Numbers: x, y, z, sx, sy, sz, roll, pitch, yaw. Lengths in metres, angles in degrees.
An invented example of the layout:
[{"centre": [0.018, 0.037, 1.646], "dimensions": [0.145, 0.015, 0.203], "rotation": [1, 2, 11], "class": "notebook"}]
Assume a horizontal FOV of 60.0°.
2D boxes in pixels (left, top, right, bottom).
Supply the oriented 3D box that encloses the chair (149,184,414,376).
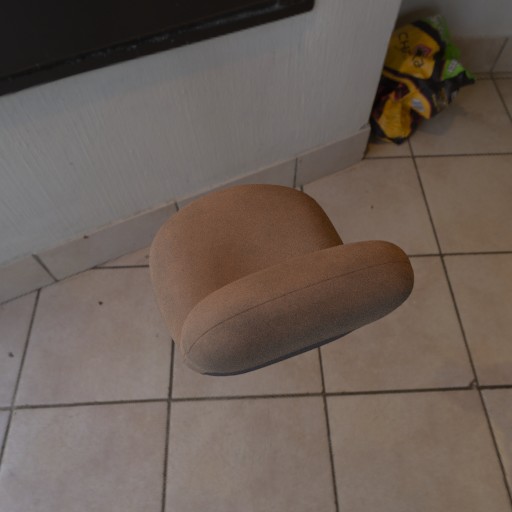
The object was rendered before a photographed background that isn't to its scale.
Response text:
[{"centre": [0.000, 0.000, 1.049], "dimensions": [0.521, 0.594, 0.597], "rotation": [-18, 61, -10], "class": "chair"}]
